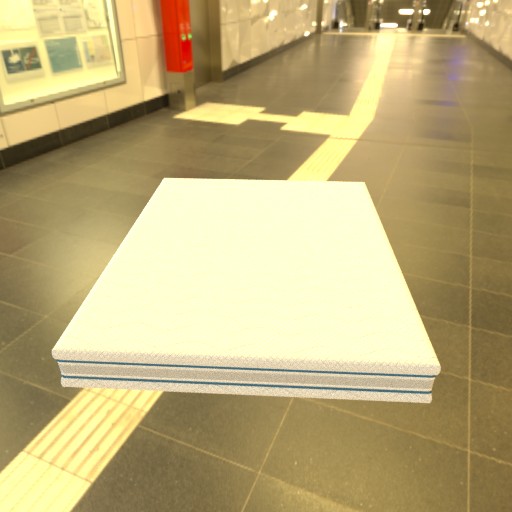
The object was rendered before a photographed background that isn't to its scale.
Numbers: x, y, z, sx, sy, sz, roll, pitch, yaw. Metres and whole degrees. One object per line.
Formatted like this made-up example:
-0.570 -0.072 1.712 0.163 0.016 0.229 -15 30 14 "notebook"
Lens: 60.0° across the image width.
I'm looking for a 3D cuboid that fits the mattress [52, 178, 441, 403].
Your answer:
0.000 0.000 2.714 1.600 0.230 2.000 2 31 3 "mattress"
